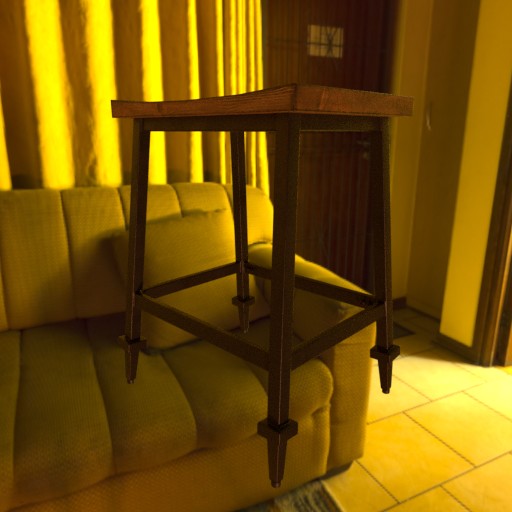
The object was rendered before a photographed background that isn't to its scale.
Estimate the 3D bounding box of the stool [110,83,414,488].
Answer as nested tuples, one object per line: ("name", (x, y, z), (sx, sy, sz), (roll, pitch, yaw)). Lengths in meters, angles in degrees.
("stool", (0.000, 0.000, 0.930), (0.486, 0.625, 0.405), (15, 21, 42))
